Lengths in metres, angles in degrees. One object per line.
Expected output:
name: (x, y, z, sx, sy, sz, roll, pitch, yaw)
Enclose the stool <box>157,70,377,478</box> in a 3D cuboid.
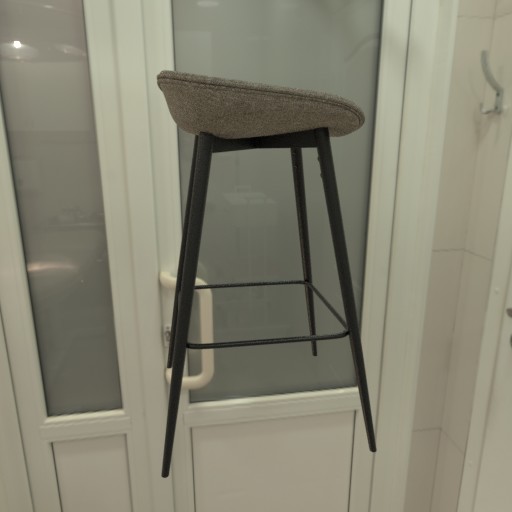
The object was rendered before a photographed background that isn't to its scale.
stool: (0.000, 0.000, 1.078, 0.480, 0.814, 0.469, -3, 16, -9)
